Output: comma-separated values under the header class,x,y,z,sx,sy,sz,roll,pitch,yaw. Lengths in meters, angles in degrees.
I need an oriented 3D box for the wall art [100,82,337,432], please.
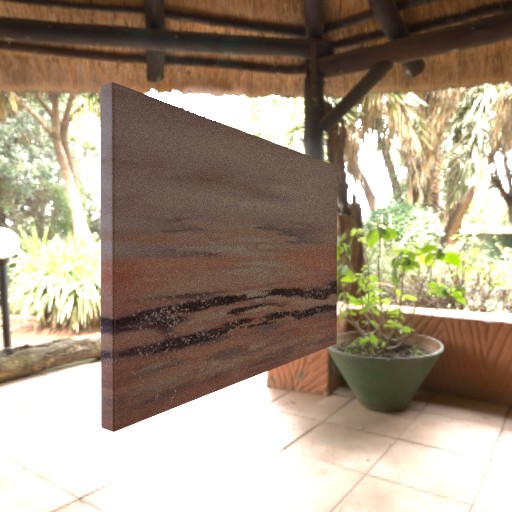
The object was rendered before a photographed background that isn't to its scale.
class,x,y,z,sx,sy,sz,roll,pitch,yaw
wall art,0.000,0.000,1.151,0.038,0.609,0.913,0,1,35
